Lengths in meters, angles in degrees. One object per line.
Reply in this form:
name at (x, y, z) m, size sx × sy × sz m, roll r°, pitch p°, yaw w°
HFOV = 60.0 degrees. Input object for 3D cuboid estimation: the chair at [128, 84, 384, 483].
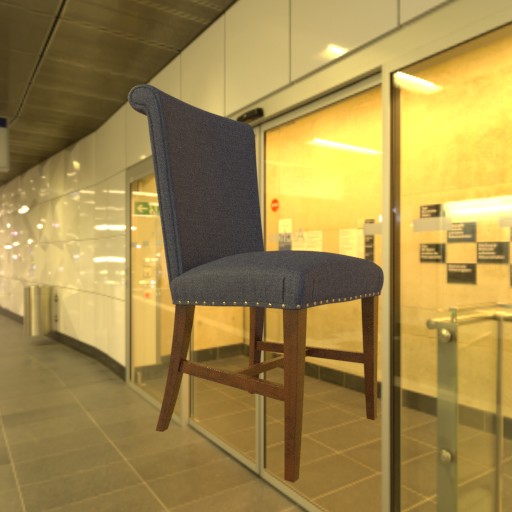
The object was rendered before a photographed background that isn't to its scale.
chair at (0.000, 0.000, 1.324) m, size 0.608 × 0.988 × 0.513 m, roll 0°, pitch 0°, yaw 36°
